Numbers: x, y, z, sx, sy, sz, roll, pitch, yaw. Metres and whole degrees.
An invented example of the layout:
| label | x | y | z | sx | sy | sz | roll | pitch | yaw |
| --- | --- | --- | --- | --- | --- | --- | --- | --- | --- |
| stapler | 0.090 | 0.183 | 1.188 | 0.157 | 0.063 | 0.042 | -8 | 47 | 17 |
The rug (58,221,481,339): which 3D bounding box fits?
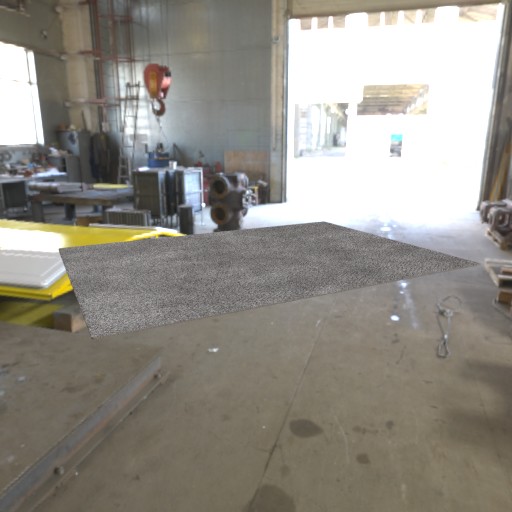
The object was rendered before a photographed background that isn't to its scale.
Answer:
| label | x | y | z | sx | sy | sz | roll | pitch | yaw |
| --- | --- | --- | --- | --- | --- | --- | --- | --- | --- |
| rug | 0.000 | 0.000 | 2.862 | 2.235 | 0.008 | 1.600 | -8 | 17 | -27 |
